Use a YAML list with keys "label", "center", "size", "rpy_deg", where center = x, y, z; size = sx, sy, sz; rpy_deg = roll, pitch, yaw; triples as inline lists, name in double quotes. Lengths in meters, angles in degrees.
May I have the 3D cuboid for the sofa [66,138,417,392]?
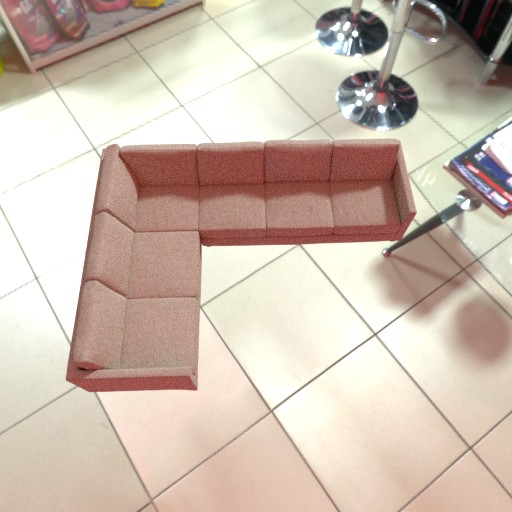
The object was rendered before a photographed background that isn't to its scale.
- label: "sofa"
  center: [0.000, 0.000, 4.373]
  size: [3.182, 0.863, 2.432]
  rpy_deg: [-2, 63, -1]
